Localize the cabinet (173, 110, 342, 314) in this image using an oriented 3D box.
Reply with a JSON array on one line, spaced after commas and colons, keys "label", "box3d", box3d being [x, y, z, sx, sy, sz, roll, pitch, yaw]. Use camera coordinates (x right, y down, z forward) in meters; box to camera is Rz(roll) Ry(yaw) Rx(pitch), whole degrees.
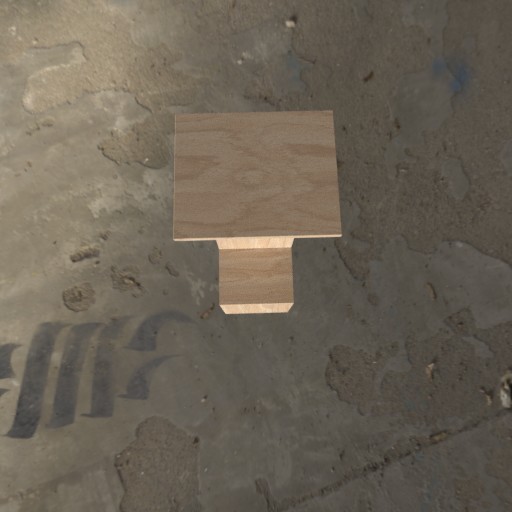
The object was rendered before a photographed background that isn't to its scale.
[{"label": "cabinet", "box3d": [0.000, 0.000, 2.030, 0.411, 1.879, 0.338, -1, 77, 0]}]
